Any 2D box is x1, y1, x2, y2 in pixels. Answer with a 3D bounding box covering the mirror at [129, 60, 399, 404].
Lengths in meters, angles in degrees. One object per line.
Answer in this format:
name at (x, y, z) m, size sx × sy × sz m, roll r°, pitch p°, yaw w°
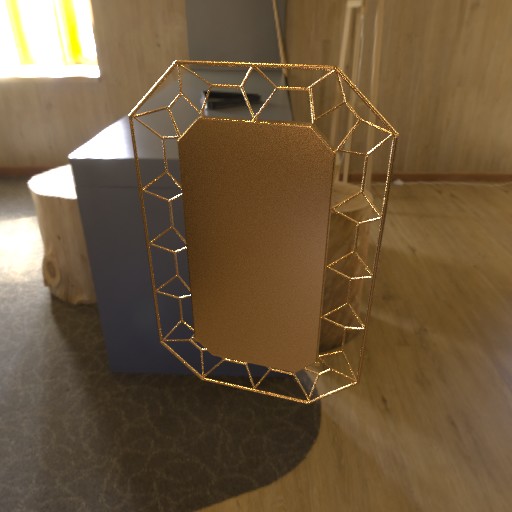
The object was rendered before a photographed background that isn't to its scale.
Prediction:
mirror at (0.000, 0.000, 1.077) m, size 0.572 × 0.870 × 0.051 m, roll 8°, pitch 31°, yaw 15°
